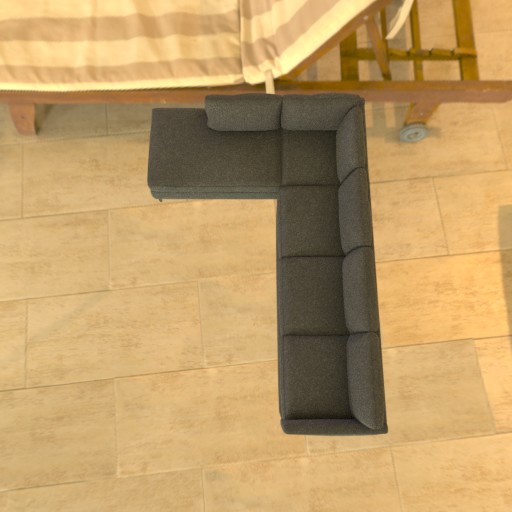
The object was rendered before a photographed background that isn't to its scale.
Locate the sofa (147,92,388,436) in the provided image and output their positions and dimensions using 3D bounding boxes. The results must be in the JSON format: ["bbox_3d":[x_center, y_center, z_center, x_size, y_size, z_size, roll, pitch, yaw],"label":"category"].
[{"bbox_3d":[0.000,0.000,3.896,2.007,0.815,2.949,0,76,0],"label":"sofa"}]
